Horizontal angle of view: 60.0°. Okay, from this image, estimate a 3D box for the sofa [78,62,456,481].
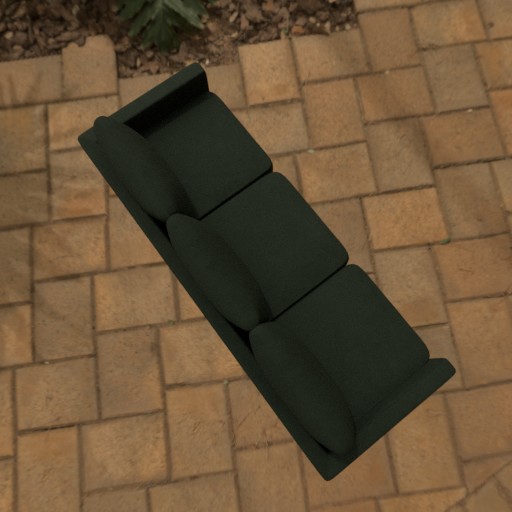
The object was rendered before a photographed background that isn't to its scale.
[{"bbox_3d":[0.000,0.000,2.532,0.859,0.870,2.218,-36,79,-8],"label":"sofa"}]
